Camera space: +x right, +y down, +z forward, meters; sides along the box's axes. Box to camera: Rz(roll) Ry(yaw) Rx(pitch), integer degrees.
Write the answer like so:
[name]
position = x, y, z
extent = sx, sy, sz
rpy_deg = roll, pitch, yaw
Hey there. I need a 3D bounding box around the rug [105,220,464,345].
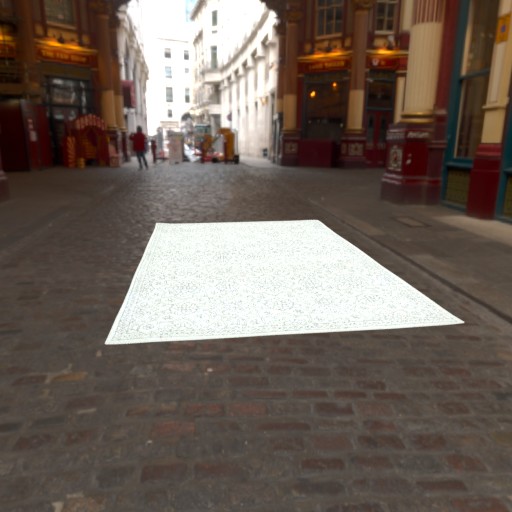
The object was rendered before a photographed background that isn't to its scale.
[rug]
position = 0.000, 0.000, 2.986
extent = 1.518, 0.023, 2.434
rpy_deg = -2, 15, -7
